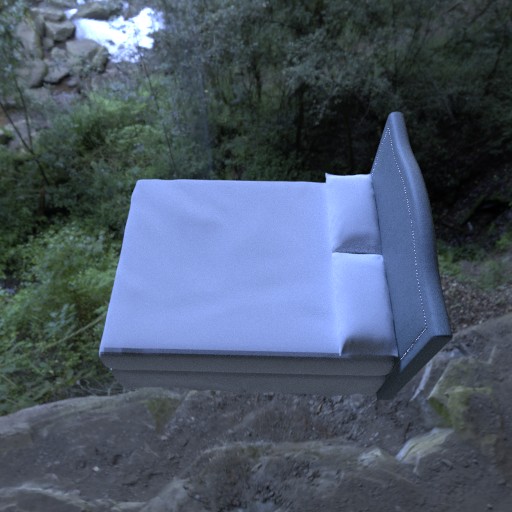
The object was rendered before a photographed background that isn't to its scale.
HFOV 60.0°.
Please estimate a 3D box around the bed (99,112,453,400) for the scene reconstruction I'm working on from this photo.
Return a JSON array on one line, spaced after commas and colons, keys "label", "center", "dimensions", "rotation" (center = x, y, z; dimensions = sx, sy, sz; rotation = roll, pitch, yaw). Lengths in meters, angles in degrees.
[{"label": "bed", "center": [0.000, 0.000, 3.324], "dimensions": [2.143, 1.460, 1.753], "rotation": [1, 58, 1]}]
